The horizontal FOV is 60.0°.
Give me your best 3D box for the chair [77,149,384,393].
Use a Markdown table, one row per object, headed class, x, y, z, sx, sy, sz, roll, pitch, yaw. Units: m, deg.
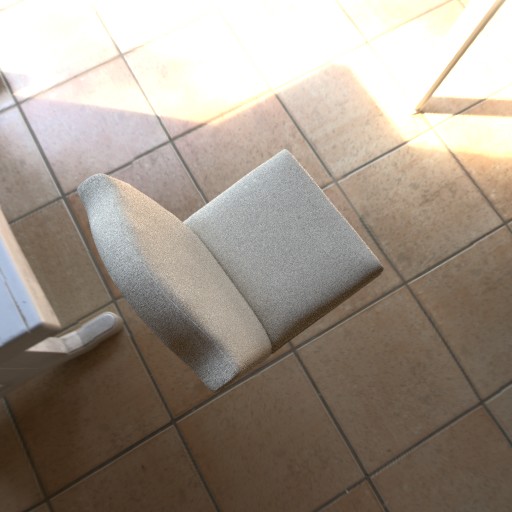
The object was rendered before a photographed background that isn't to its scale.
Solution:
| class | x | y | z | sx | sy | sz | roll | pitch | yaw |
| --- | --- | --- | --- | --- | --- | --- | --- | --- | --- |
| chair | 0.000 | 0.000 | 1.350 | 0.648 | 1.012 | 0.534 | -35 | 78 | -9 |
